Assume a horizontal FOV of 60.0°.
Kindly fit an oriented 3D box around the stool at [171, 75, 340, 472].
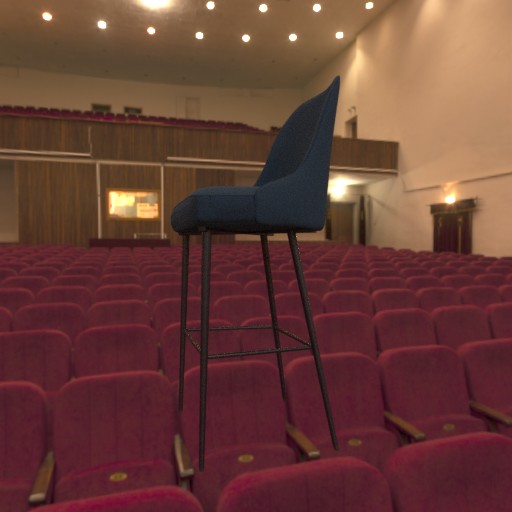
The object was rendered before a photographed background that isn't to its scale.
[{"bbox_3d":[0.000,0.000,1.381,0.489,1.079,0.527,0,1,-17],"label":"stool"}]
